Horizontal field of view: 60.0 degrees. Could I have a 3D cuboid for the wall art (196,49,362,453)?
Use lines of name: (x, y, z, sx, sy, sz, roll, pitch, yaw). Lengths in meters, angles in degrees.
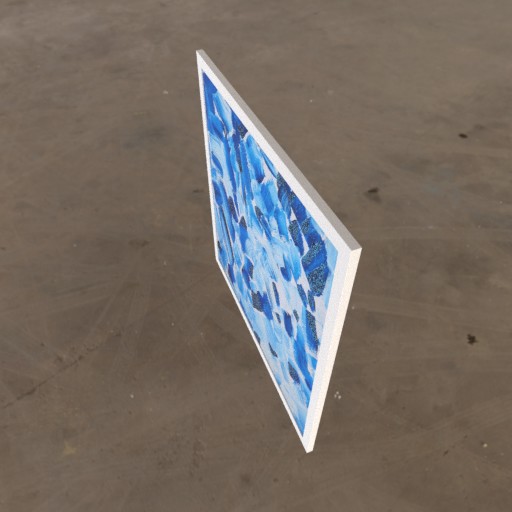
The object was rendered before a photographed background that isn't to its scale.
wall art: (0.000, 0.000, 0.993, 0.015, 0.660, 0.660, -16, 48, -15)
